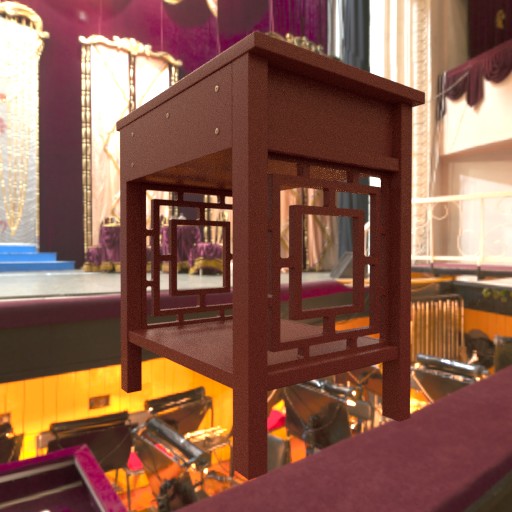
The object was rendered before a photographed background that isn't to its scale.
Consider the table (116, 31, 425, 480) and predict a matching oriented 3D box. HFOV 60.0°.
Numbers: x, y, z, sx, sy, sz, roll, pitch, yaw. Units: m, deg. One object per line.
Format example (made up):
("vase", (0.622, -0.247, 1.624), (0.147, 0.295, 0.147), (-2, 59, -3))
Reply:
("table", (0.000, 0.000, 1.040), (0.451, 0.686, 0.599), (-1, 1, -37))
